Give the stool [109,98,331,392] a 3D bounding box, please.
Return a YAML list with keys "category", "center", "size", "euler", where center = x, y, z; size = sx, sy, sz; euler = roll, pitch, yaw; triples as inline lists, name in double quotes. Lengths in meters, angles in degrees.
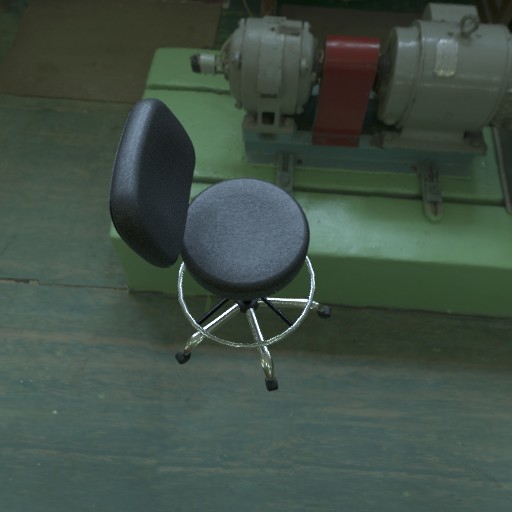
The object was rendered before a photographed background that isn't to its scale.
- category: "stool"
  center: [0.000, 0.000, 1.487]
  size: [0.658, 1.069, 0.694]
  euler: [3, 63, 1]
